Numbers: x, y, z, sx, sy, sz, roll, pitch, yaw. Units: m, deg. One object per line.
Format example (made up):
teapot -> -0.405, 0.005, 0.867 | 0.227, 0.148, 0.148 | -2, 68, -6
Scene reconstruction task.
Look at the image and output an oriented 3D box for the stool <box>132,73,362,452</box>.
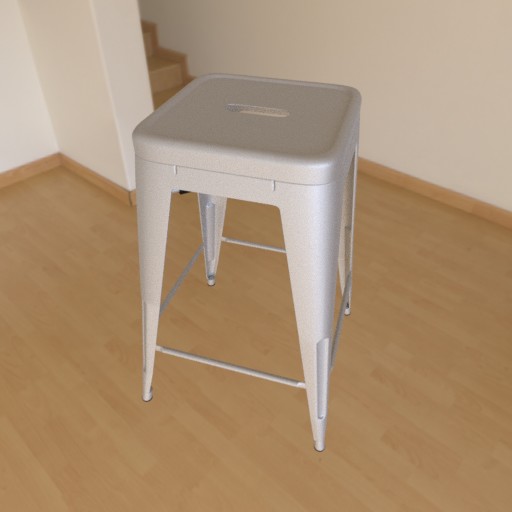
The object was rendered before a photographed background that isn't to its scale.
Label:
stool -> 0.000, 0.000, 0.893 | 0.410, 0.608, 0.410 | 11, 41, 13
